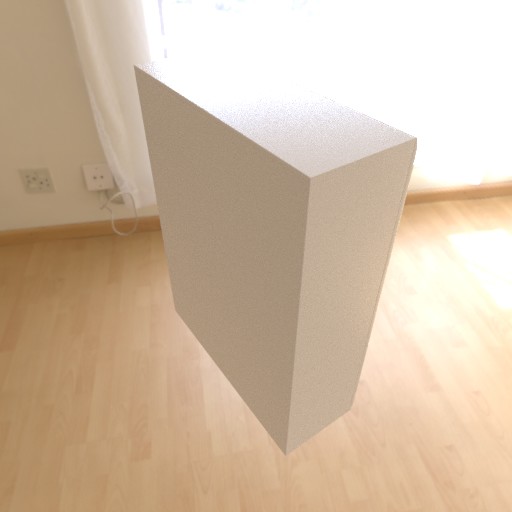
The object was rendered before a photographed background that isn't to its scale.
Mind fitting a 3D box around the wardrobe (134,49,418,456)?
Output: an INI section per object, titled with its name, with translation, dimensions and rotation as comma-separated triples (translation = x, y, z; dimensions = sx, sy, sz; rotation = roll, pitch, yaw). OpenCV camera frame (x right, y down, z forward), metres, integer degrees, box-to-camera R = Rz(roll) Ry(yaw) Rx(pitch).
[wardrobe]
translation = 0.000, 0.000, 1.644
dimensions = 0.360, 1.200, 0.900
rotation = -24, 46, -26
